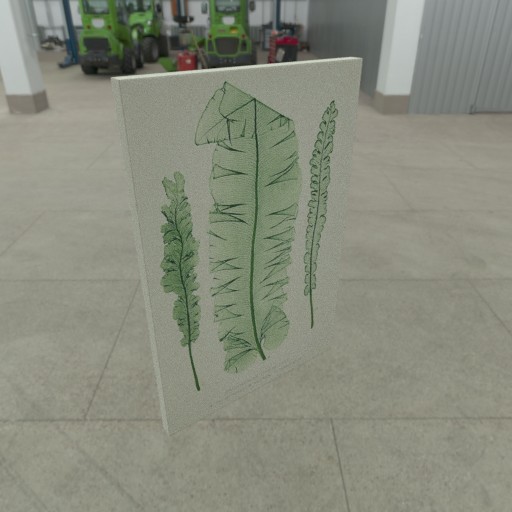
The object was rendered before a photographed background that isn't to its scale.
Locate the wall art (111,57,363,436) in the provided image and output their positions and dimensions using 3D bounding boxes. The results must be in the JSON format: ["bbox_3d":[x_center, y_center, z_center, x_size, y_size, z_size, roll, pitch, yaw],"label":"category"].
[{"bbox_3d":[0.000,0.000,1.155,0.610,0.914,0.038,-20,35,-31],"label":"wall art"}]
